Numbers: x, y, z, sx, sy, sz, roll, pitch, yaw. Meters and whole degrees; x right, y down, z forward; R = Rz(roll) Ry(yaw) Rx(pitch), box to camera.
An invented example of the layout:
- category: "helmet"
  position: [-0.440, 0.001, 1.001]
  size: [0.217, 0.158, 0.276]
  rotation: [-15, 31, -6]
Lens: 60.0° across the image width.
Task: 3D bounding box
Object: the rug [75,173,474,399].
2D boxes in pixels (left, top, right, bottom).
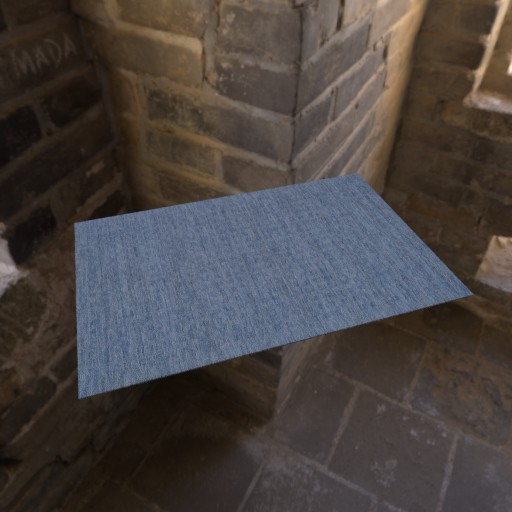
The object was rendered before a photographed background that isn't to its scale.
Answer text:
- category: "rug"
  position: [0.000, 0.000, 2.262]
  size: [1.752, 0.006, 1.142]
  rotation: [-12, 43, -13]
